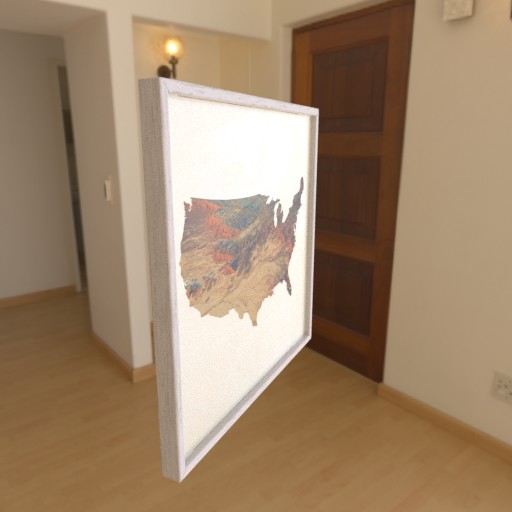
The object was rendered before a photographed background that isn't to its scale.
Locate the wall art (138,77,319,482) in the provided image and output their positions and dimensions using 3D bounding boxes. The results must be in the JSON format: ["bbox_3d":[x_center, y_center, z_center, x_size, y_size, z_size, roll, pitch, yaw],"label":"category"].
[{"bbox_3d":[0.000,0.000,1.913,0.078,1.288,1.287,7,16,26],"label":"wall art"}]
